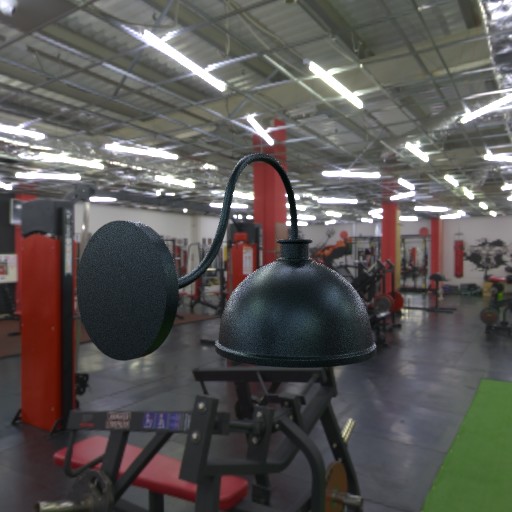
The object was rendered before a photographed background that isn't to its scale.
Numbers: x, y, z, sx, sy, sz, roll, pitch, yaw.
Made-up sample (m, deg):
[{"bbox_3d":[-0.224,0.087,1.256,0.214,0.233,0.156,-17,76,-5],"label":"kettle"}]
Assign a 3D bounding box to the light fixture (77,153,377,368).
[{"bbox_3d":[0.000,0.000,0.622,0.253,0.295,0.467,0,0,35],"label":"light fixture"}]
